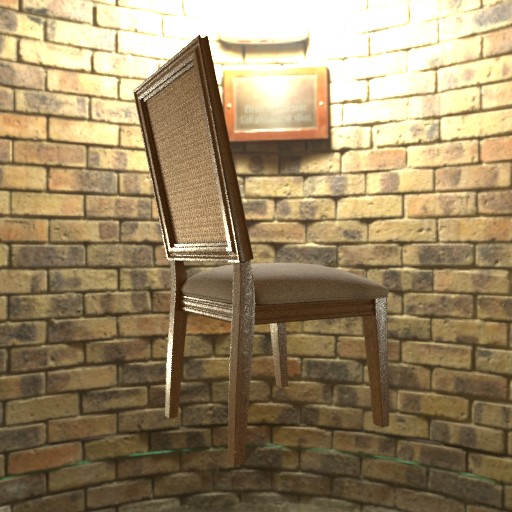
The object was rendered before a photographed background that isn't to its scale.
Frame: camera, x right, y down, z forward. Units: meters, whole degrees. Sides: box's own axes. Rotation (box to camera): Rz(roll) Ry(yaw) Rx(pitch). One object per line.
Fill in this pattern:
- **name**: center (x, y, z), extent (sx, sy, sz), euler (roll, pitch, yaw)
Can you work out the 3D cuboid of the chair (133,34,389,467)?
- **chair**: center (0.000, 0.000, 1.319), extent (0.601, 0.988, 0.536), euler (0, 1, -35)
